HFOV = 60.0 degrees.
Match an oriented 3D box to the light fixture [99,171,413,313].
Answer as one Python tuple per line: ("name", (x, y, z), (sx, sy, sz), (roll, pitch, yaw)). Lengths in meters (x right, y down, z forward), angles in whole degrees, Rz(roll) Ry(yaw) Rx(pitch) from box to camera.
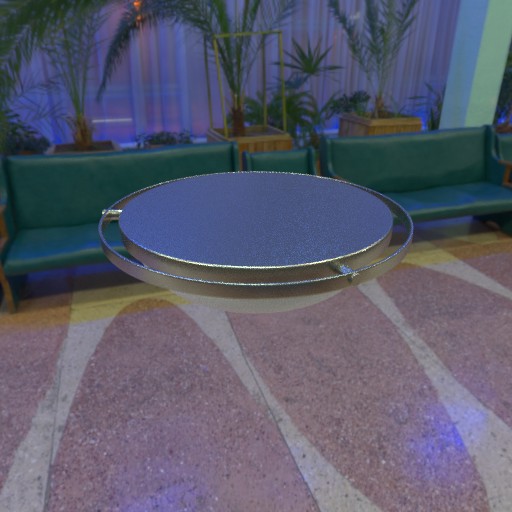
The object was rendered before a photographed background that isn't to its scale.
("light fixture", (0.000, 0.000, 0.559), (0.361, 0.130, 0.361), (0, 26, 0))
